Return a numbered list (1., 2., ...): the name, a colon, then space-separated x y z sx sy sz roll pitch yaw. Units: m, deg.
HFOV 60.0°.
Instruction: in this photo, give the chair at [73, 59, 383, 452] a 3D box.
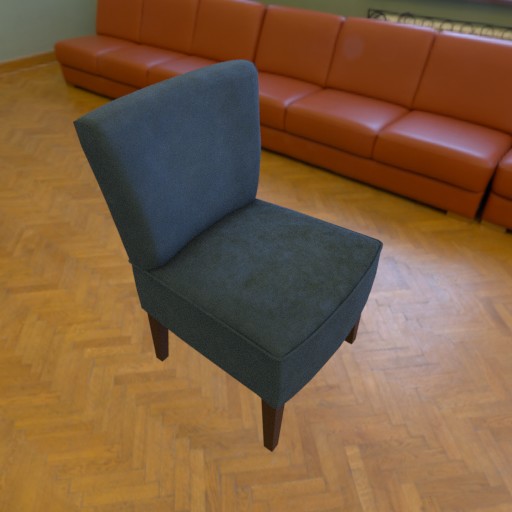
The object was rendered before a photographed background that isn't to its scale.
1. chair: 0.000 0.000 1.161 0.551 0.806 0.521 25 46 28
